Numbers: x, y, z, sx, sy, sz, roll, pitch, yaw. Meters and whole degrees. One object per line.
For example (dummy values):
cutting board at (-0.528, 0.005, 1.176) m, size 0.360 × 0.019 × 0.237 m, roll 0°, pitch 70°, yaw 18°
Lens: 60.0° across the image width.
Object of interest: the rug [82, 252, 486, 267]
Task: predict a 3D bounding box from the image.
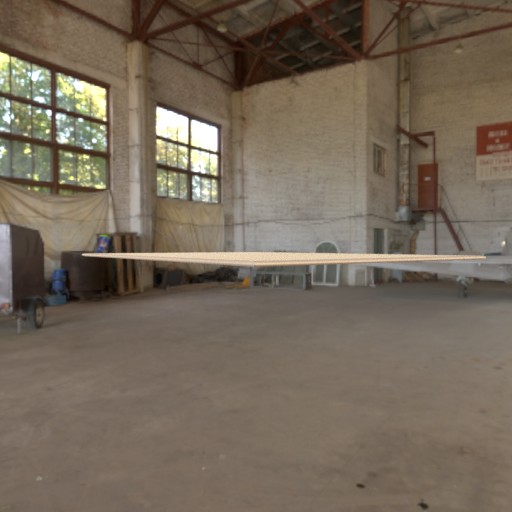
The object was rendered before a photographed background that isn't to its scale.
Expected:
rug at (0.000, 0.000, 2.728) m, size 1.525 × 0.020 × 2.081 m, roll -1°, pitch 2°, yaw -36°
